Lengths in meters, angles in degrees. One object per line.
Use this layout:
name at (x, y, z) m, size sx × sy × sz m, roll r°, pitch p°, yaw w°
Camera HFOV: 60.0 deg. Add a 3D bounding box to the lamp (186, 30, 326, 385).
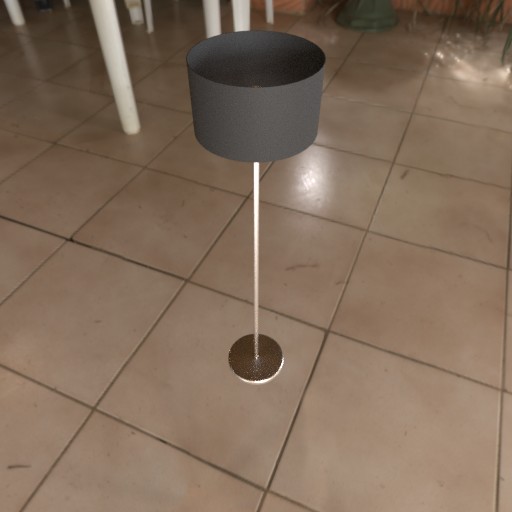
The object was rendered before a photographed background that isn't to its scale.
lamp at (0.000, 0.000, 1.628) m, size 0.348 × 1.443 × 0.348 m, roll 16°, pitch 48°, yaw 15°
